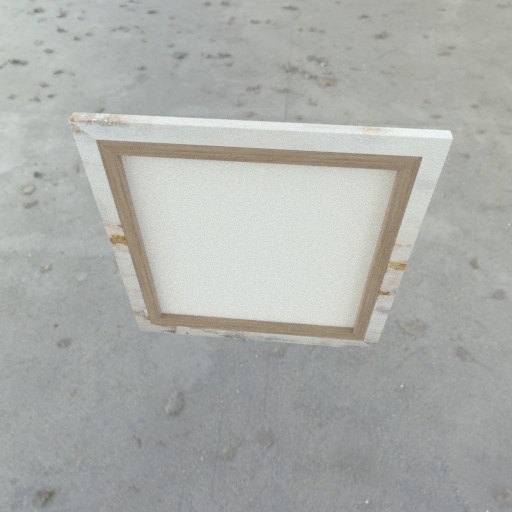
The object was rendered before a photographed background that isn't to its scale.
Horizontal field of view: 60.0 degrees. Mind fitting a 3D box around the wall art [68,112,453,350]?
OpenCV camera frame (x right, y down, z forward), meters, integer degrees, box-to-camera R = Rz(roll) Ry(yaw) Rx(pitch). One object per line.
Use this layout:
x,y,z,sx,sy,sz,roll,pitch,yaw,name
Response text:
0.000,0.000,1.547,1.015,1.018,0.040,4,47,4,wall art
